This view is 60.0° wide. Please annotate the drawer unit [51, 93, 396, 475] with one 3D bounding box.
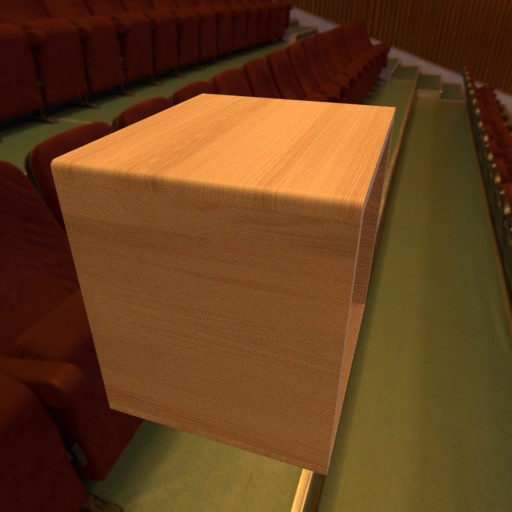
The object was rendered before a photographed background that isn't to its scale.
[{"bbox_3d":[0.000,0.000,0.601,0.290,0.344,0.344,10,32,16],"label":"drawer unit"}]
